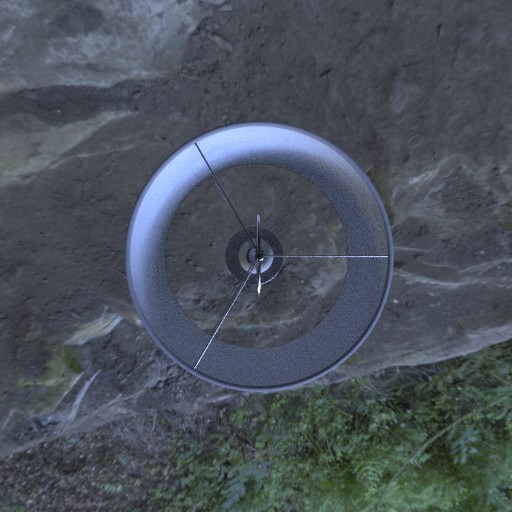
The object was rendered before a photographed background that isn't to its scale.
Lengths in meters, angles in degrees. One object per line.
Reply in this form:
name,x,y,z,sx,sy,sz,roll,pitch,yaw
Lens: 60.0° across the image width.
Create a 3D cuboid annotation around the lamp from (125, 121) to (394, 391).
lamp,0.000,0.000,0.737,0.280,0.559,0.282,0,90,-1
